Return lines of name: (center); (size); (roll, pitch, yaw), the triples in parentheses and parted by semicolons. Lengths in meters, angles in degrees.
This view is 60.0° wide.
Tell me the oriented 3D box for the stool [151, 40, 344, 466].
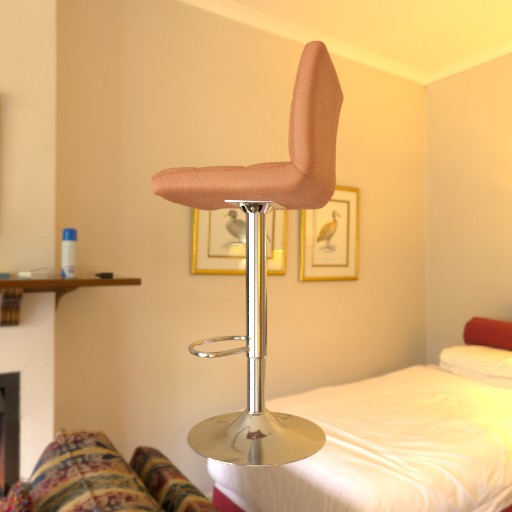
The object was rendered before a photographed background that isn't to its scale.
stool: (0.000, 0.000, 1.377); (0.505, 1.115, 0.430); (0, -1, 18)
